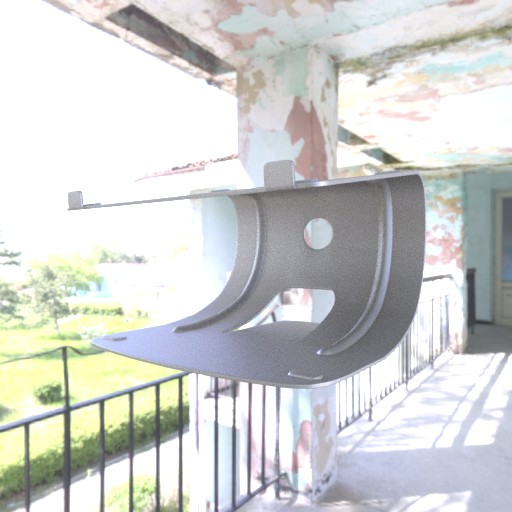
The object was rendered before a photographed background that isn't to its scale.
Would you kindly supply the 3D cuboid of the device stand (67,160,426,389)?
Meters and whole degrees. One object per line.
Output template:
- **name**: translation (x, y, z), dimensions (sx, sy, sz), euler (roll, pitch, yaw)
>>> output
- **device stand**: translation (0.000, 0.000, 0.405), dimensions (0.256, 0.155, 0.236), euler (1, 1, 37)
